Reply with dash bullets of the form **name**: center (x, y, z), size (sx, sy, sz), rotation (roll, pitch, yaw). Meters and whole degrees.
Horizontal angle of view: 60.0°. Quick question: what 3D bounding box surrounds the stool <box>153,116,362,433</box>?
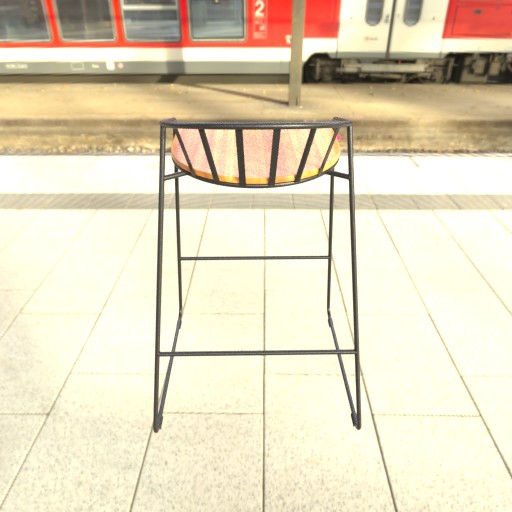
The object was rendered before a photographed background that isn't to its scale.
- **stool**: center (0.000, 0.000, 1.177), size (0.546, 0.812, 0.521), rotation (-1, 31, -1)
